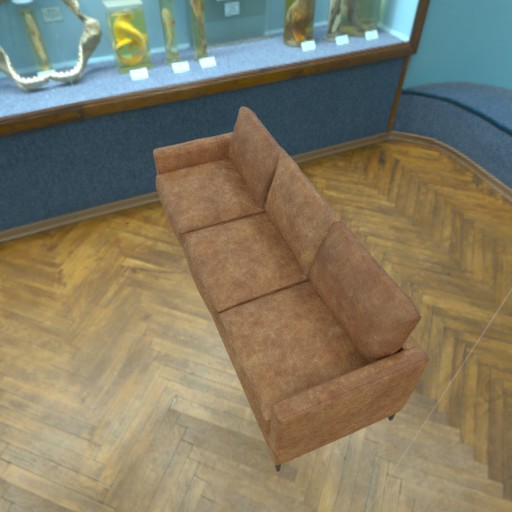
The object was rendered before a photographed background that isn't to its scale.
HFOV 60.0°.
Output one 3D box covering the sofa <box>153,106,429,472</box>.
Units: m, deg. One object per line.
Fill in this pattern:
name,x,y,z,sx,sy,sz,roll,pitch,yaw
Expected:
sofa,0.000,0.000,2.513,0.748,0.863,2.029,-17,49,-16
